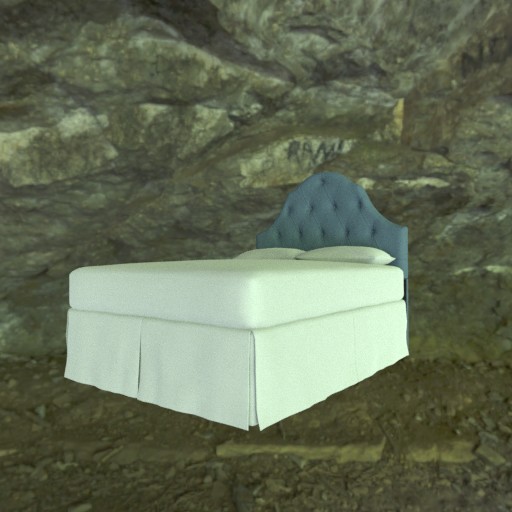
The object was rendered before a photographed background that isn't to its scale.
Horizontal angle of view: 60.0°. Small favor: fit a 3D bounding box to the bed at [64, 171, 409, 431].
[{"bbox_3d":[0.000,0.000,3.264,1.636,1.575,2.155,-1,-1,37],"label":"bed"}]
